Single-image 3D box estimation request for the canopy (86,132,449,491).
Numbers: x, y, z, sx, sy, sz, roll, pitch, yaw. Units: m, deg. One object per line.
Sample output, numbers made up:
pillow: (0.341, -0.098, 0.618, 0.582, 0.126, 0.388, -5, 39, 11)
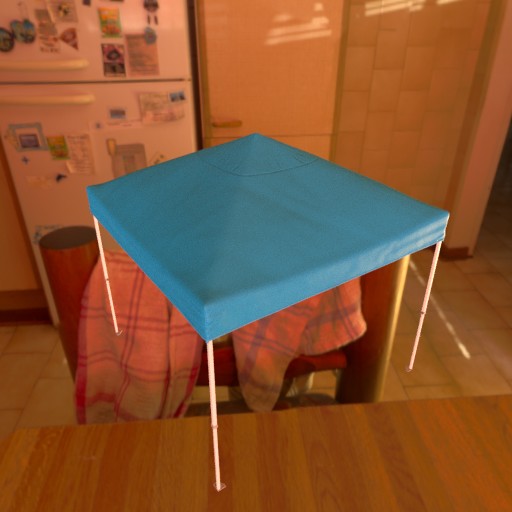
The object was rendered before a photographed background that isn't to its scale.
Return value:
canopy: (0.000, 0.000, 5.417, 2.996, 2.997, 2.998, -19, 35, -30)
